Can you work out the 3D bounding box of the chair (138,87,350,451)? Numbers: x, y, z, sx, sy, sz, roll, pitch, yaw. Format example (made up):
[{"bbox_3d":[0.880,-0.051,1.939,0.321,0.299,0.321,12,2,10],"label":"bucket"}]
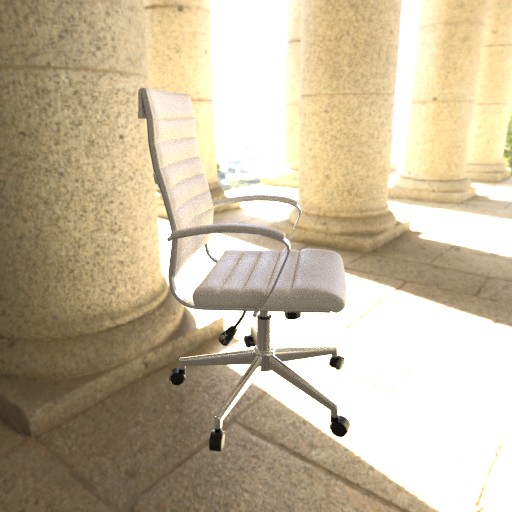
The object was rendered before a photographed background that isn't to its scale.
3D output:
[{"bbox_3d":[0.000,0.000,1.642,0.739,1.149,0.766,3,18,9],"label":"chair"}]
